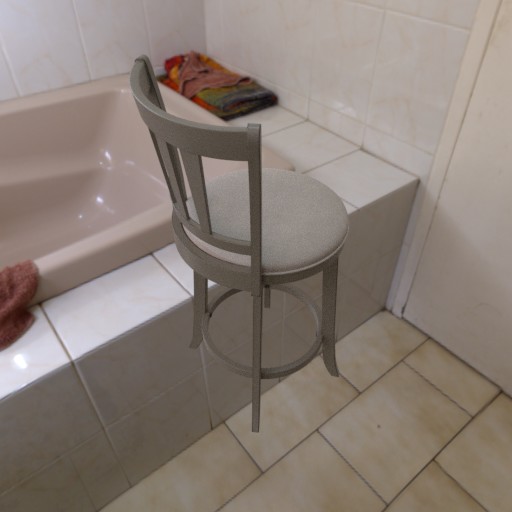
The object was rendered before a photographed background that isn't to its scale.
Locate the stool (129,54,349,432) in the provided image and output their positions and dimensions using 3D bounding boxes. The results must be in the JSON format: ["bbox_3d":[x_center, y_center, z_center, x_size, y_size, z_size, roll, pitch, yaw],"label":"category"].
[{"bbox_3d":[0.000,0.000,1.214,0.486,0.994,0.450,-25,47,-26],"label":"stool"}]
